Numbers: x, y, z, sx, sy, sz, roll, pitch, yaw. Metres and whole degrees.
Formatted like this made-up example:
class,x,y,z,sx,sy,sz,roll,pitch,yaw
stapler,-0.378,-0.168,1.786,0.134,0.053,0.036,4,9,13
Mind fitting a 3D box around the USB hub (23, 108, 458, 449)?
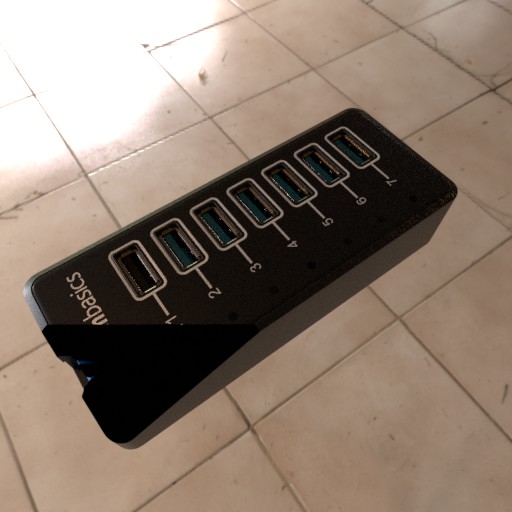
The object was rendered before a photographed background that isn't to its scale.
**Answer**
class,x,y,z,sx,sy,sz,roll,pitch,yaw
USB hub,0.000,0.000,0.123,0.110,0.023,0.044,-32,63,-18
